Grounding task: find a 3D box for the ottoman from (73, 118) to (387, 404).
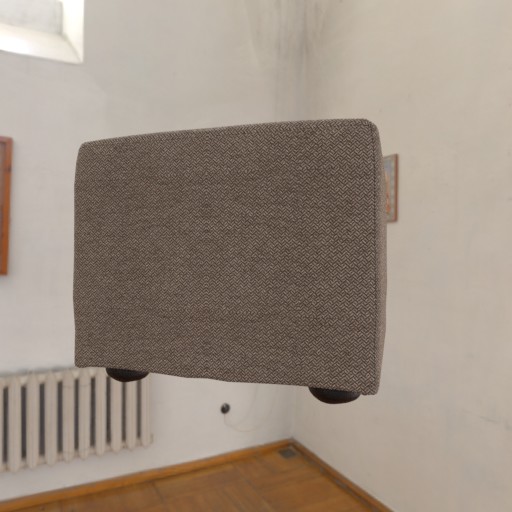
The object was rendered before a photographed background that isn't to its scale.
[{"bbox_3d":[0.000,0.000,0.926,0.519,0.453,0.512,0,1,17],"label":"ottoman"}]
